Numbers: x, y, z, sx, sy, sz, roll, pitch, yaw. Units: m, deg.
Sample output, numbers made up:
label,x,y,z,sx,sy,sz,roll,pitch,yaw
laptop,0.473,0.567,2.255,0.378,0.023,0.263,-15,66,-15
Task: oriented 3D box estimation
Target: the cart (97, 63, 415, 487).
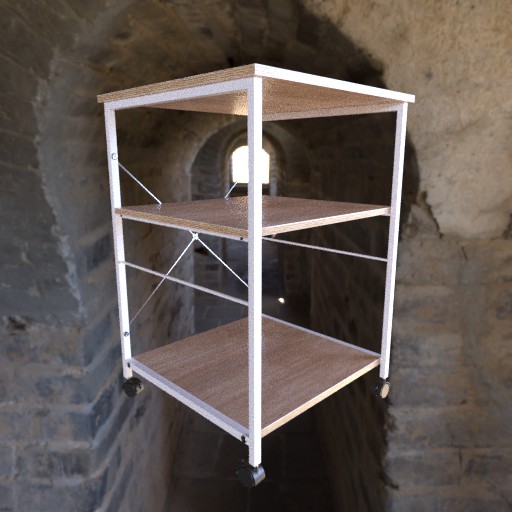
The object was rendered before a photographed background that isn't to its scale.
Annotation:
label,x,y,z,sx,sy,sz,roll,pitch,yaw
cart,0.000,0.000,1.110,0.521,0.762,0.520,-12,18,-43
